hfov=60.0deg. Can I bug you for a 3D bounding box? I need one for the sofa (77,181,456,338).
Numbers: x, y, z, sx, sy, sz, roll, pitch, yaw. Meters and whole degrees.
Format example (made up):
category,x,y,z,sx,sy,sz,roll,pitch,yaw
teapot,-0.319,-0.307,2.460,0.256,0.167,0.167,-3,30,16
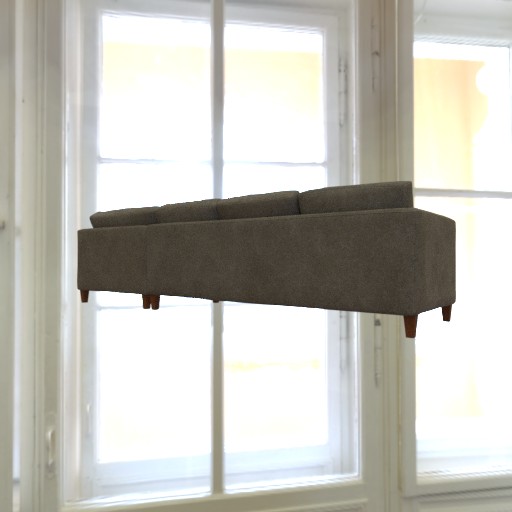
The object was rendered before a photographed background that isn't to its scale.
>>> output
category,x,y,z,sx,sy,sz,roll,pitch,yaw
sofa,0.000,0.000,4.136,3.471,0.950,1.604,0,0,37
